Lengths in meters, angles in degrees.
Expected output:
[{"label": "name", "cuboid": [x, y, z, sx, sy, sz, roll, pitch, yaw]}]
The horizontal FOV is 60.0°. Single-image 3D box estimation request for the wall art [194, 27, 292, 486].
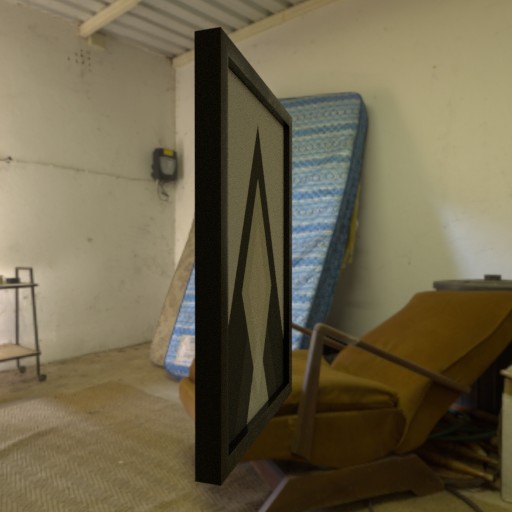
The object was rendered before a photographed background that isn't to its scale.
[{"label": "wall art", "cuboid": [0.000, 0.000, 0.594, 0.031, 0.457, 0.313, 0, 1, 18]}]
